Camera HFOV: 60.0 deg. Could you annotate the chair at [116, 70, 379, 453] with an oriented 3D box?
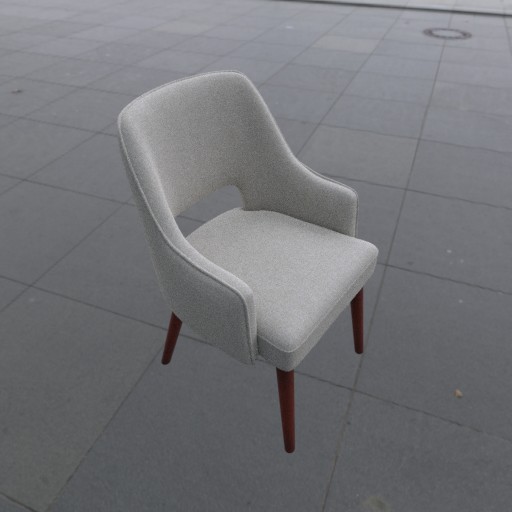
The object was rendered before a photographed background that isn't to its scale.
[{"bbox_3d":[0.000,0.000,1.231,0.580,0.840,0.560,25,45,28],"label":"chair"}]
